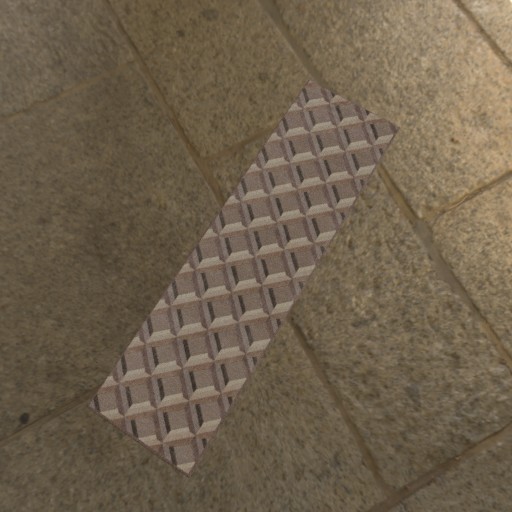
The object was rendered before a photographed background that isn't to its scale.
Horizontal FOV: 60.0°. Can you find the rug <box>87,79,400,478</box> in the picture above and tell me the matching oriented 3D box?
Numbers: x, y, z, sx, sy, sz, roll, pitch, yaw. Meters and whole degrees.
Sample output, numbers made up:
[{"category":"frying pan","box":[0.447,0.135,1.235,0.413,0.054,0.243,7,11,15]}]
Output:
[{"category":"rug","box":[0.000,0.000,2.646,0.685,0.013,2.437,31,78,8]}]
